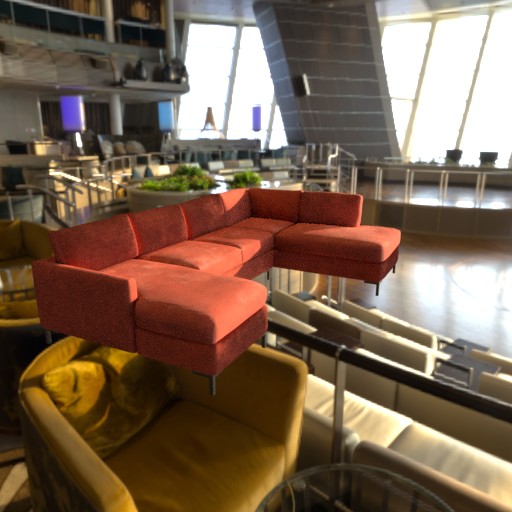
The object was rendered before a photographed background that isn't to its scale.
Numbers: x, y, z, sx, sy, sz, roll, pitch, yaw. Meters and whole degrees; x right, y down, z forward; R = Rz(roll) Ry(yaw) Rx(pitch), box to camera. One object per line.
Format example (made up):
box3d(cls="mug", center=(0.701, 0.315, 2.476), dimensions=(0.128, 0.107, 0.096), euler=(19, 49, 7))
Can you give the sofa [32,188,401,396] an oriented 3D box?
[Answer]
box3d(cls="sofa", center=(0.000, 0.000, 3.909), dimensions=(1.981, 0.858, 2.971), euler=(8, 18, 27))
